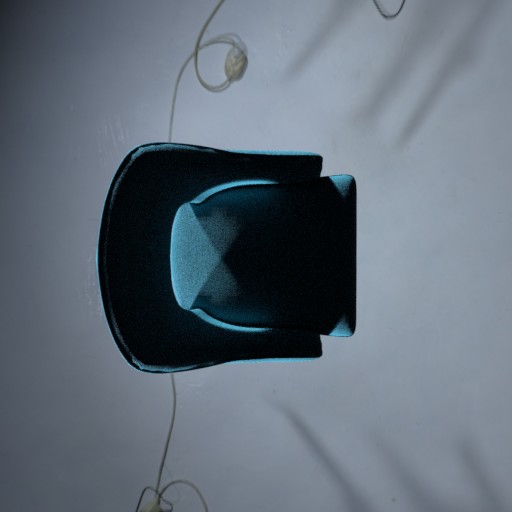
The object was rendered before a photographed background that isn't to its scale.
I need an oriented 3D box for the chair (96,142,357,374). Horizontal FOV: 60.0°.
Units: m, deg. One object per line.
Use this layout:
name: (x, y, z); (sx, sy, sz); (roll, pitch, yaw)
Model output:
chair: (0.000, 0.000, 1.243); (0.605, 0.849, 0.548); (0, 91, 1)
